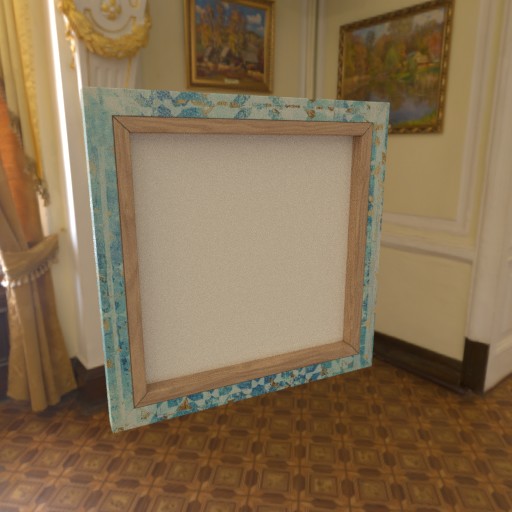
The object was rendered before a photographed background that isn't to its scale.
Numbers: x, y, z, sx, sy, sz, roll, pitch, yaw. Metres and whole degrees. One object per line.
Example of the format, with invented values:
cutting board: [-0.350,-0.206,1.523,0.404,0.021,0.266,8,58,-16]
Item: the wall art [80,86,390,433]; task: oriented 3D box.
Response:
wall art: [0.000,0.000,0.896,0.609,0.609,0.040,-7,15,-25]
